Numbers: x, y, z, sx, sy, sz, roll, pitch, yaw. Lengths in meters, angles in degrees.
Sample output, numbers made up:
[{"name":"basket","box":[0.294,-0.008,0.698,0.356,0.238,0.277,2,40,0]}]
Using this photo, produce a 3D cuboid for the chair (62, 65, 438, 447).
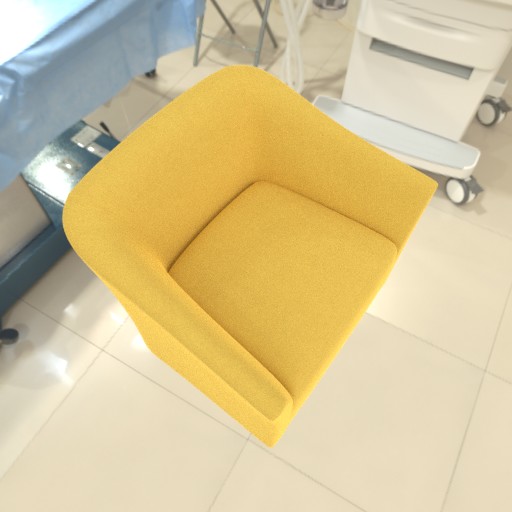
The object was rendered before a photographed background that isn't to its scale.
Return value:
[{"name":"chair","box":[0.000,0.000,1.347,0.700,0.720,0.790,33,64,18]}]
